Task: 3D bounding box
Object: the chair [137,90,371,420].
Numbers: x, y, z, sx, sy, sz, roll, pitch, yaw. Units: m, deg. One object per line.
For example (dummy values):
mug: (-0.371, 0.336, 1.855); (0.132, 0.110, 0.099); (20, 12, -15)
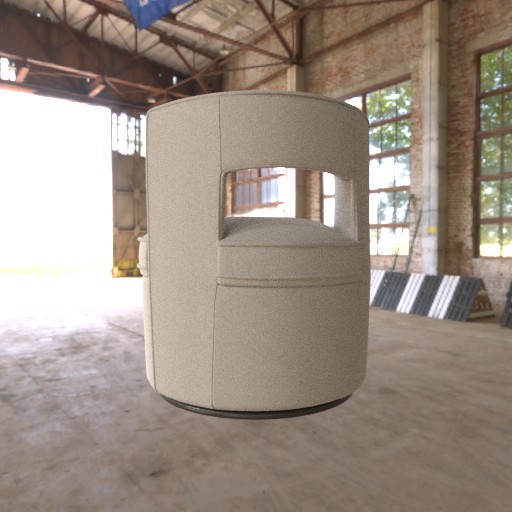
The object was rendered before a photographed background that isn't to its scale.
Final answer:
chair: (0.000, 0.000, 1.256); (0.650, 0.723, 0.665); (0, 2, -18)
